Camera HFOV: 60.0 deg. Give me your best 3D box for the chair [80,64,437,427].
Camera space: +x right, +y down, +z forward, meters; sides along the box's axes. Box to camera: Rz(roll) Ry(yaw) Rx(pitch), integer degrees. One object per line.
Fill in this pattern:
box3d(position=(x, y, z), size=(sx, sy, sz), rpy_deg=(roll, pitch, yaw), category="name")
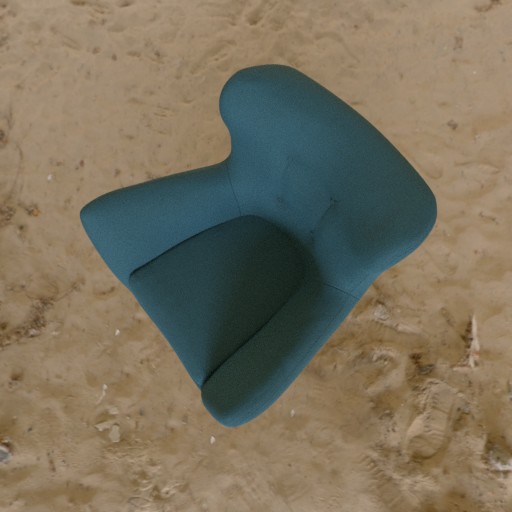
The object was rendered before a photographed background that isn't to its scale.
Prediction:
box3d(position=(0.000, 0.000, 1.603), size=(0.889, 0.889, 0.890), rpy_deg=(-35, 70, -15), category="chair")
